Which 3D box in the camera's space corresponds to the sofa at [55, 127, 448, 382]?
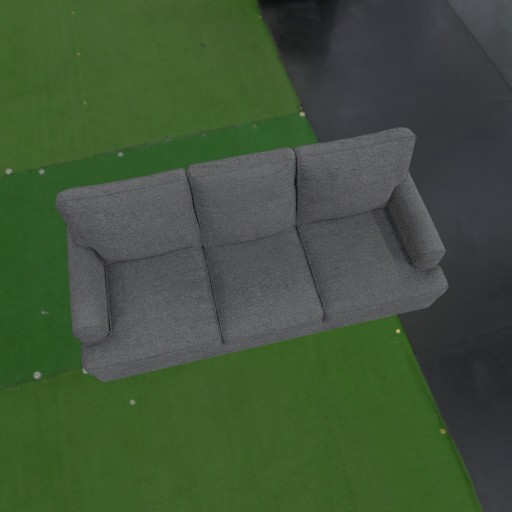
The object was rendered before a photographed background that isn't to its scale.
[{"bbox_3d":[0.000,0.000,2.680,2.158,0.965,0.951,-12,64,-6],"label":"sofa"}]
